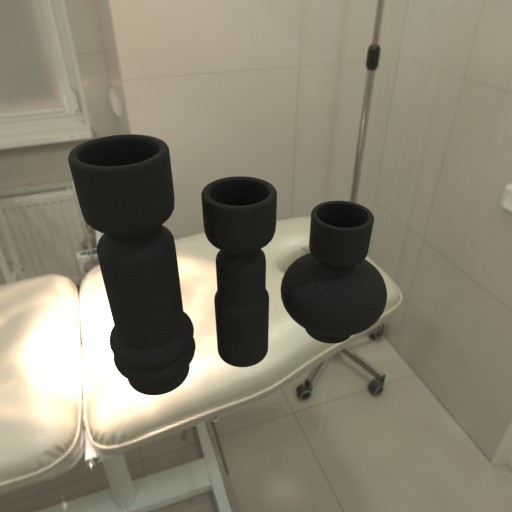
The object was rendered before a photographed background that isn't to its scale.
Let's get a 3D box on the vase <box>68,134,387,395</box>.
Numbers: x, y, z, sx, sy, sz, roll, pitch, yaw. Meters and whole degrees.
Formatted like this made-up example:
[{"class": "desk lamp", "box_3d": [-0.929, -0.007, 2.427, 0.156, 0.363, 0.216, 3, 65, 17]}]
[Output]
[{"class": "vase", "box_3d": [0.000, 0.000, 0.441, 0.307, 0.249, 0.120, -12, 36, -16]}]
